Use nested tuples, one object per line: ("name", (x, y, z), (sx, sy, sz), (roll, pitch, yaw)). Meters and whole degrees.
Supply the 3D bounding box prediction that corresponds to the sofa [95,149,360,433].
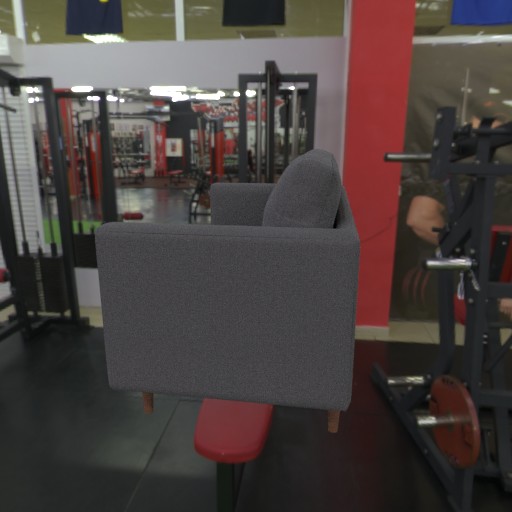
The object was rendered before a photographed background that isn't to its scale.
("sofa", (0.000, 0.000, 1.966), (0.796, 0.908, 1.430), (2, 15, 9))
